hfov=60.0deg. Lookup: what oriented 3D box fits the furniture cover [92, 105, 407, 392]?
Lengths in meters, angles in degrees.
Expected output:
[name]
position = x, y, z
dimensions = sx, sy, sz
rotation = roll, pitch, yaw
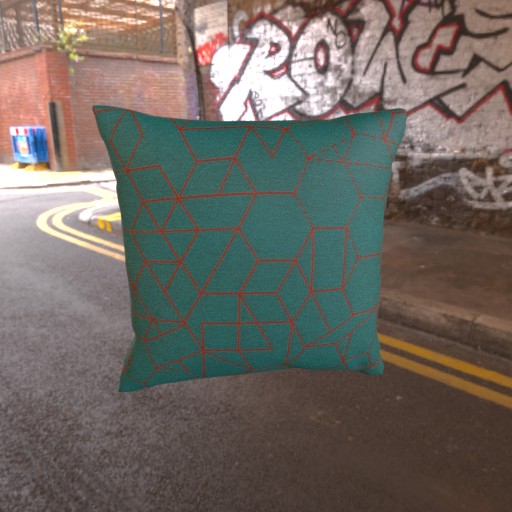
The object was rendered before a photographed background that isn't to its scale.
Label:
[furniture cover]
position = 0.000, 0.000, 0.791
dimensions = 0.517, 0.508, 0.158
rotation = -2, 16, -8
